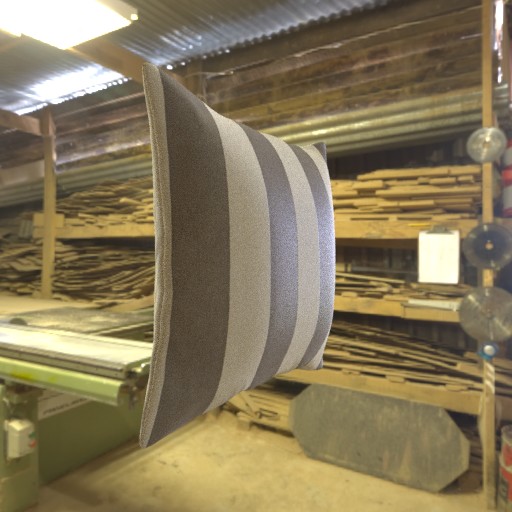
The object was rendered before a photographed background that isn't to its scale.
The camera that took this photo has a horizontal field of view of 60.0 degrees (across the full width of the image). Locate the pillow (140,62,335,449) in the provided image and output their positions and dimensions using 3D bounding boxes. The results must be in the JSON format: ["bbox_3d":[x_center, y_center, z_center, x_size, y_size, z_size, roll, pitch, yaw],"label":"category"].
[{"bbox_3d":[0.000,0.000,0.784,0.192,0.507,0.522,0,0,35],"label":"pillow"}]
